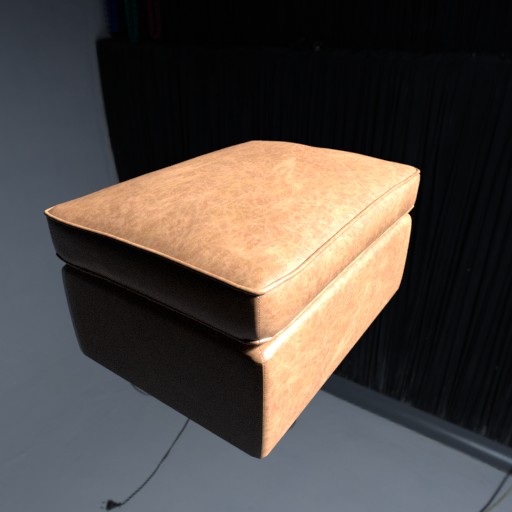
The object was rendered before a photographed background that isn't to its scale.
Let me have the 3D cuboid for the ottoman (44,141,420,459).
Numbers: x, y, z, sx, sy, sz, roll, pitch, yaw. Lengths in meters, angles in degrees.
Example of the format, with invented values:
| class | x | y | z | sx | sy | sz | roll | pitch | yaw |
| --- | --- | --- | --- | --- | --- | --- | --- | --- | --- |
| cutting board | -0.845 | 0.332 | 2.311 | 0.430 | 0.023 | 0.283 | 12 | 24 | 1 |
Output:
| class | x | y | z | sx | sy | sz | roll | pitch | yaw |
| --- | --- | --- | --- | --- | --- | --- | --- | --- | --- |
| ottoman | 0.000 | 0.000 | 1.102 | 0.554 | 0.468 | 0.756 | 18 | 33 | 31 |
